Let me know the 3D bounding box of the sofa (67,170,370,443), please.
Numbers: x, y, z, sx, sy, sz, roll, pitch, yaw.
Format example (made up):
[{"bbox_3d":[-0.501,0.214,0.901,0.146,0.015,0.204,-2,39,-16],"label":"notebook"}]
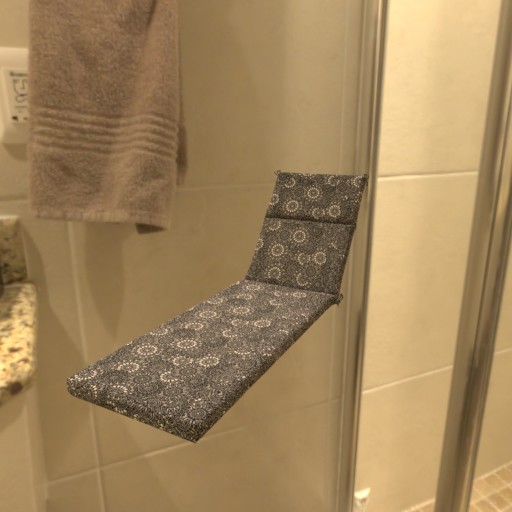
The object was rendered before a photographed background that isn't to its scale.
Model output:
[{"bbox_3d":[0.000,0.000,1.947,0.582,0.622,1.663,8,17,27],"label":"sofa"}]
